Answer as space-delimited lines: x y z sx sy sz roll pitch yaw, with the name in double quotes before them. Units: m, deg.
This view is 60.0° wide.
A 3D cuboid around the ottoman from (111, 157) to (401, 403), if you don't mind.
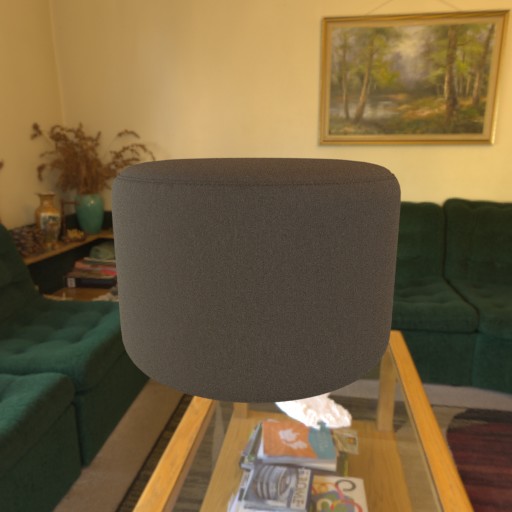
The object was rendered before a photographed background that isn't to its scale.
"ottoman" 0.000 0.000 1.008 0.608 0.433 0.608 0 14 0
